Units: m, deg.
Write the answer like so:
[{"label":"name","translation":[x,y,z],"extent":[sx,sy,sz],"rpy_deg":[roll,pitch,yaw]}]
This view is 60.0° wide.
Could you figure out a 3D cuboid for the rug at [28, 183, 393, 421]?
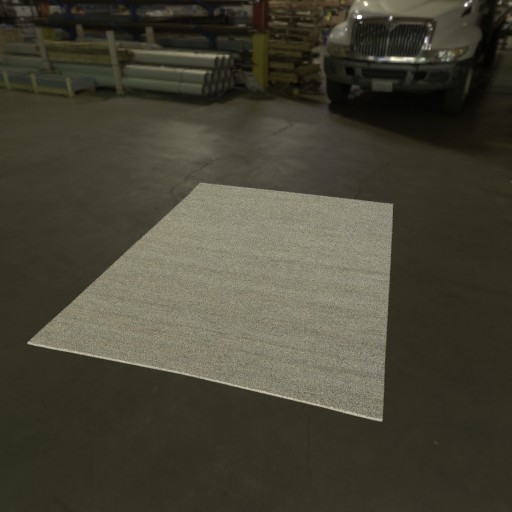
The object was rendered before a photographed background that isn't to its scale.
[{"label":"rug","translation":[0.000,0.000,4.699],"extent":[2.757,0.051,3.626],"rpy_deg":[8,32,14]}]
